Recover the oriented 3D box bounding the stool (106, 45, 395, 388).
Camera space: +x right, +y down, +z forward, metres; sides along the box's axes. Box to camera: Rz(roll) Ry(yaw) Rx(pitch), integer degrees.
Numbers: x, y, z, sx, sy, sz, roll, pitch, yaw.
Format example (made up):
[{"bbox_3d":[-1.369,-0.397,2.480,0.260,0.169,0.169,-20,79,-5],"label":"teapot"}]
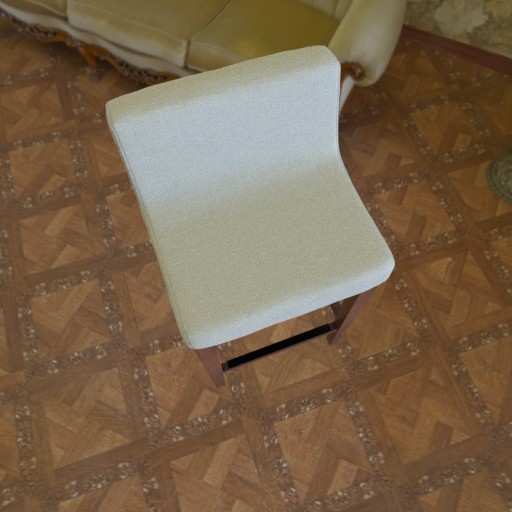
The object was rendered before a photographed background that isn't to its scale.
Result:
[{"bbox_3d":[0.000,0.000,1.259,0.511,0.937,0.500,-19,66,-9],"label":"stool"}]
